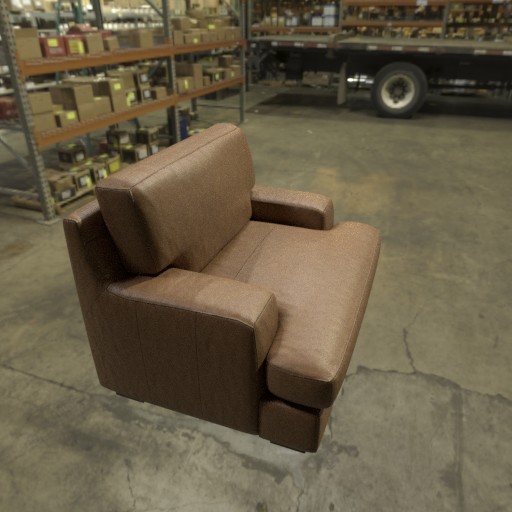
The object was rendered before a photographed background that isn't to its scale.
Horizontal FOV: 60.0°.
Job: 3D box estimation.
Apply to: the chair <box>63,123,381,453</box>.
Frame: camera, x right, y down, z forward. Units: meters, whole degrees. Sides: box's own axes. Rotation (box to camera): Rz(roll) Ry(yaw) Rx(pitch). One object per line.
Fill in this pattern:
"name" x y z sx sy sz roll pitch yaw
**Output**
"chair" 0.000 0.000 2.038 1.050 0.978 1.276 10 30 18
